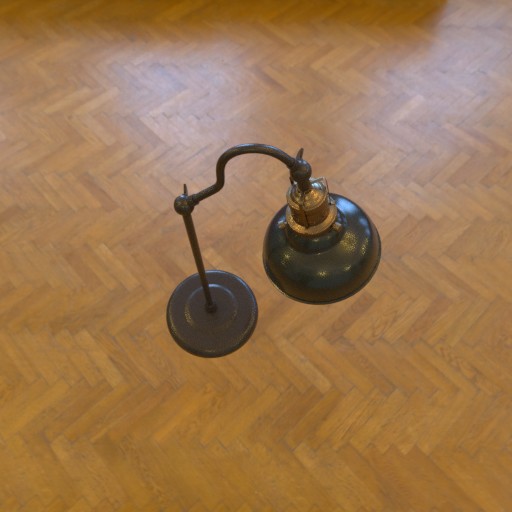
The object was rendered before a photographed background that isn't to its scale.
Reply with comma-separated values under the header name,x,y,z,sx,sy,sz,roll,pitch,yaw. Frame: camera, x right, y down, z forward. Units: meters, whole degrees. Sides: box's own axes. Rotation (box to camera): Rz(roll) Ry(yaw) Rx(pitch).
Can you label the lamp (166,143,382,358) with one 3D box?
name,x,y,z,sx,sy,sz,roll,pitch,yaw
lamp,0.000,0.000,0.702,0.374,0.508,0.192,0,62,0
